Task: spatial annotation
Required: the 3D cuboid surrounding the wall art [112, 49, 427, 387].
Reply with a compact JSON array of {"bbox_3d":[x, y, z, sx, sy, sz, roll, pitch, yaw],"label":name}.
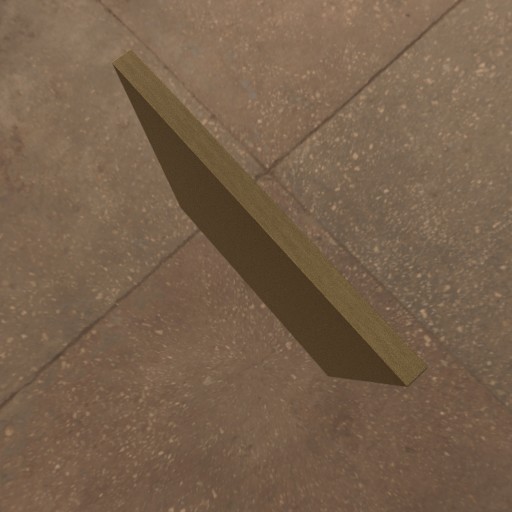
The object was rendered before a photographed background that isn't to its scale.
[{"bbox_3d":[0.000,0.000,0.742,0.031,0.506,0.503,-40,79,-9],"label":"wall art"}]
